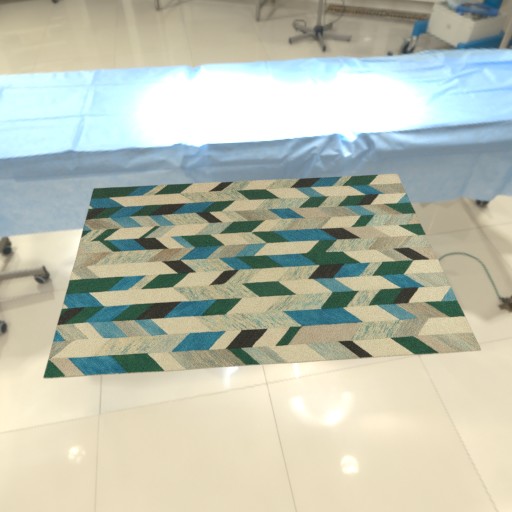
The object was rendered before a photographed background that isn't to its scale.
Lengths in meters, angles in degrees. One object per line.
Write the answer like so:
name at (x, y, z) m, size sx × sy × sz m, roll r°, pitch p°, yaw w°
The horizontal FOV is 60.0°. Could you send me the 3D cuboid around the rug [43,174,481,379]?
rug at (0.000, 0.000, 2.246) m, size 1.827 × 0.005 × 1.229 m, roll -3°, pitch 48°, yaw -3°
